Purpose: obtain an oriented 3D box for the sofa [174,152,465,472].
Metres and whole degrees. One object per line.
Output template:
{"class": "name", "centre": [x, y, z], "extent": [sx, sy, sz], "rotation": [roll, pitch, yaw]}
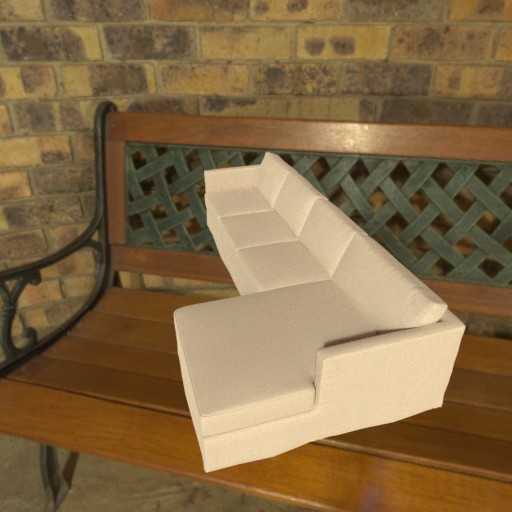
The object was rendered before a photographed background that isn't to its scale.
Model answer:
{"class": "sofa", "centre": [0.000, 0.000, 3.814], "extent": [1.622, 0.871, 3.206], "rotation": [-9, 31, -15]}
